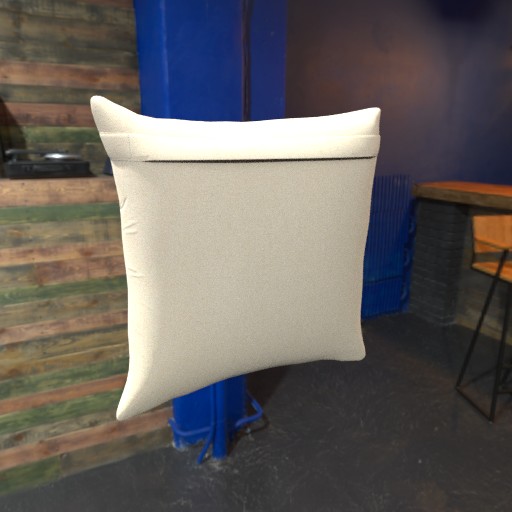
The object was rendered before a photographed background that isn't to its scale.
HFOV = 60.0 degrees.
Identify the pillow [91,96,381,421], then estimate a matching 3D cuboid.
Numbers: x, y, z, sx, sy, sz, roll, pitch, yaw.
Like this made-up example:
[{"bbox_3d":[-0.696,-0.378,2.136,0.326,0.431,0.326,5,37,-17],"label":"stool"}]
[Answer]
[{"bbox_3d":[0.000,0.000,0.618,0.405,0.406,0.173,-7,16,-24],"label":"pillow"}]
